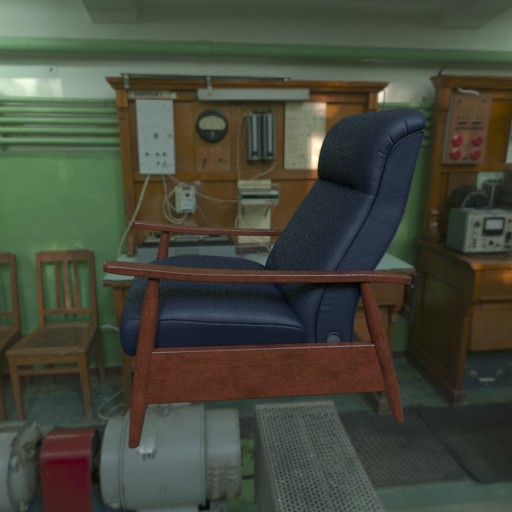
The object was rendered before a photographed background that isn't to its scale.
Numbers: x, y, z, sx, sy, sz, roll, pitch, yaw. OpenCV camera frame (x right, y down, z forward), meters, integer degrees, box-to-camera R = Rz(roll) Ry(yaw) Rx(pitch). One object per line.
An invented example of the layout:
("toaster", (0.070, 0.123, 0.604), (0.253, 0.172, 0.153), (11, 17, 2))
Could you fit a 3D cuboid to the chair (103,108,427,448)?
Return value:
("chair", (0.000, 0.000, 1.738), (1.014, 1.082, 0.762), (-2, 15, -8))
